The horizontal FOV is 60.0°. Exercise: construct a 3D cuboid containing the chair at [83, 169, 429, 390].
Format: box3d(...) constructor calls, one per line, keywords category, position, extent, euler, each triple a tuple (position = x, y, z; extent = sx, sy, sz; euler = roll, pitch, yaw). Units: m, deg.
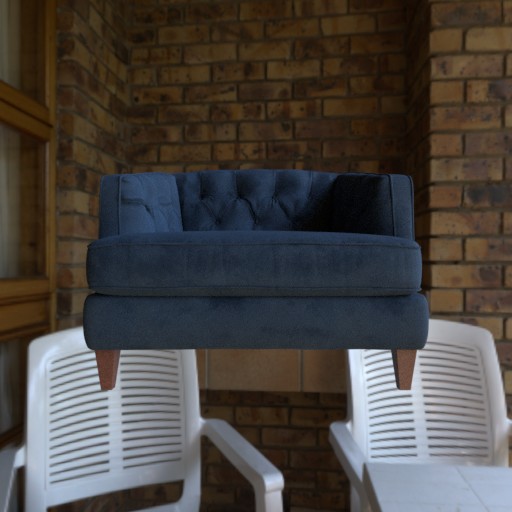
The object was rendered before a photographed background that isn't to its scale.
box3d(category="chair", position=(0.000, 0.000, 1.771), extent=(1.094, 0.852, 0.940), euler=(0, 0, 0))
